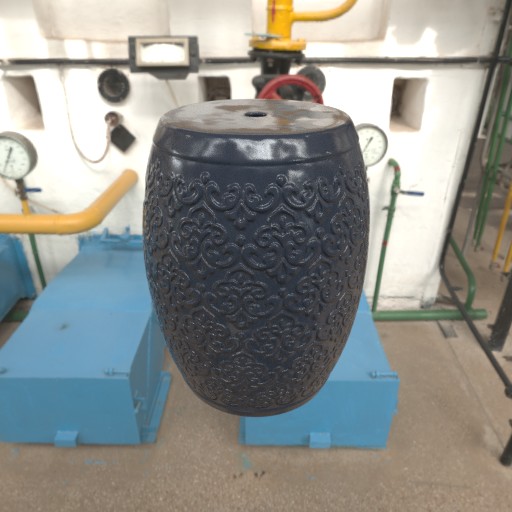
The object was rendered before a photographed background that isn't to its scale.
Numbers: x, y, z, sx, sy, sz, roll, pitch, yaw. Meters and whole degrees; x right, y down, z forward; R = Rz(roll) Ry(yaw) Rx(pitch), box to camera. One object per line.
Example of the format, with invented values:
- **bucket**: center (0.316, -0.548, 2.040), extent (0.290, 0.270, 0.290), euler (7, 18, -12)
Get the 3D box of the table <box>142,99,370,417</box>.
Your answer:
- **table**: center (0.000, 0.000, 0.635), extent (0.309, 0.397, 0.309), euler (0, 28, 0)
